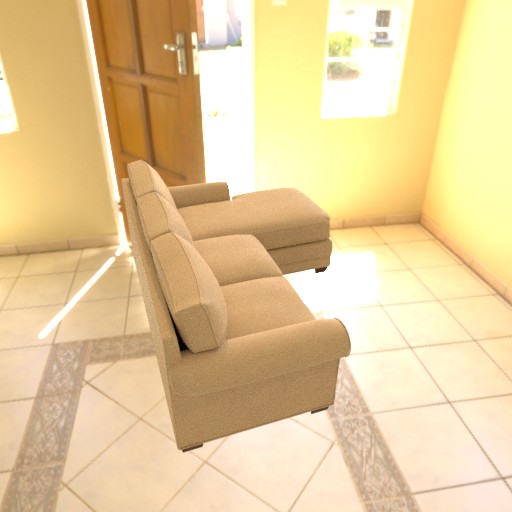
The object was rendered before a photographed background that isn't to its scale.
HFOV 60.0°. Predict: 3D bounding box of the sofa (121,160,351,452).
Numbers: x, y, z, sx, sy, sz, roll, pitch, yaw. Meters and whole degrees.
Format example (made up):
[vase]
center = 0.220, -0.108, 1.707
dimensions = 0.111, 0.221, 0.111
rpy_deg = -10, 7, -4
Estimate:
[sofa]
center = 0.000, 0.000, 2.418
dimensions = 1.226, 0.734, 1.770
rpy_deg = -10, 32, -17
